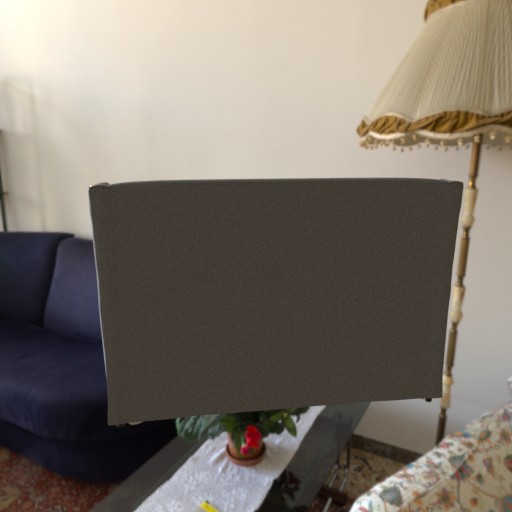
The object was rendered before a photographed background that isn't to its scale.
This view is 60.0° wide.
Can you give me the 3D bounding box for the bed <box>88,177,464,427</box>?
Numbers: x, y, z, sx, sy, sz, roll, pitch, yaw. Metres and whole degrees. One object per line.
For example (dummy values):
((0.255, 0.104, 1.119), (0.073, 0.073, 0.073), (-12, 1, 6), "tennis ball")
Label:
((0.000, 0.000, 3.425), (1.925, 1.332, 2.276), (-2, 14, -8), "bed")
